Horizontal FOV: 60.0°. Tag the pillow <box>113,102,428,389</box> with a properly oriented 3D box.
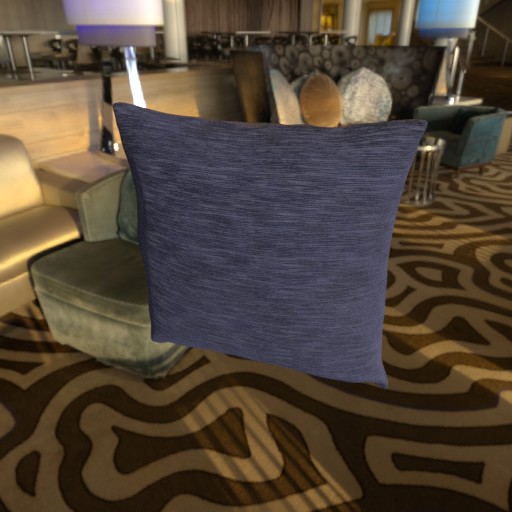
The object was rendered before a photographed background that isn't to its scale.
[{"bbox_3d":[0.000,0.000,0.694,0.452,0.439,0.204,8,28,16],"label":"pillow"}]
